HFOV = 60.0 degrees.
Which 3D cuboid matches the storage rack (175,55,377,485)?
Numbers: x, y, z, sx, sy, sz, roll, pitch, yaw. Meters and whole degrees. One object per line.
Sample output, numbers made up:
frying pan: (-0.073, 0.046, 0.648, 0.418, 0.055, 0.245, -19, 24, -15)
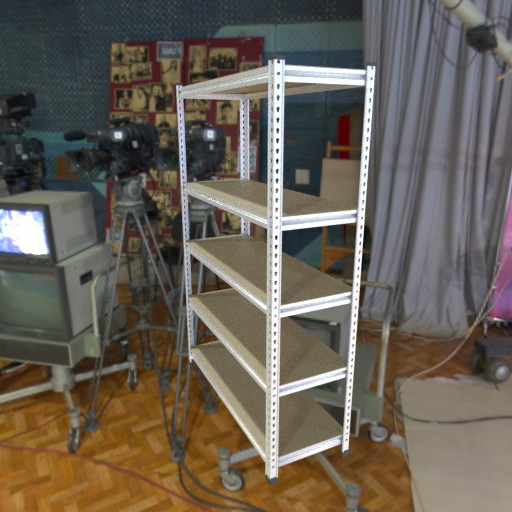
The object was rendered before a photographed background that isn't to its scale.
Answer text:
storage rack: (0.000, 0.000, 2.406, 0.457, 1.829, 1.219, -8, 18, -25)
